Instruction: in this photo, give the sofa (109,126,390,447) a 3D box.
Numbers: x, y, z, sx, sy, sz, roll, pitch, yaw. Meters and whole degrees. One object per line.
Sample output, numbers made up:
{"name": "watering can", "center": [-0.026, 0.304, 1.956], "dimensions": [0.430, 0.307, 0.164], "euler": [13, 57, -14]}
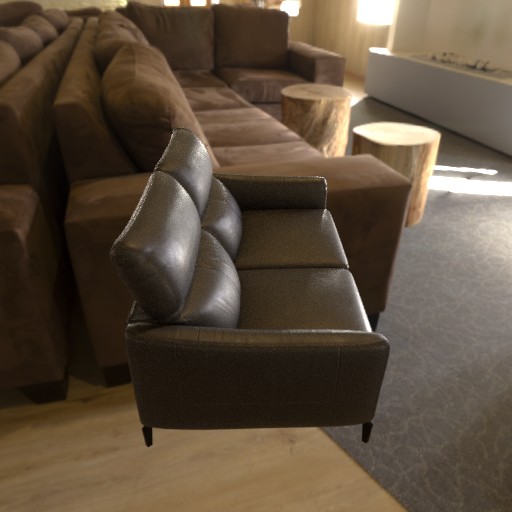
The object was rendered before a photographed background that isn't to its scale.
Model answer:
{"name": "sofa", "center": [0.000, 0.000, 2.191], "dimensions": [0.958, 0.920, 1.596], "euler": [0, 31, -1]}
